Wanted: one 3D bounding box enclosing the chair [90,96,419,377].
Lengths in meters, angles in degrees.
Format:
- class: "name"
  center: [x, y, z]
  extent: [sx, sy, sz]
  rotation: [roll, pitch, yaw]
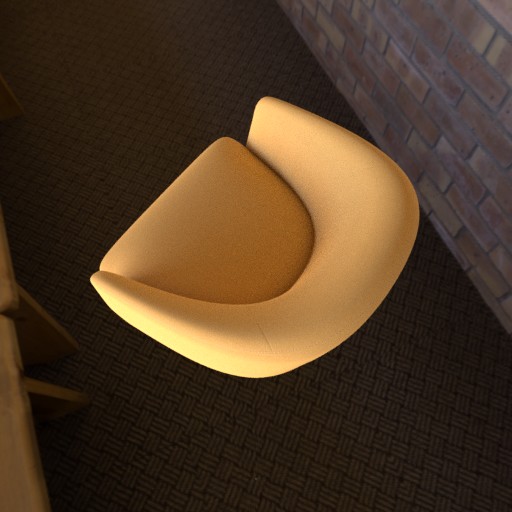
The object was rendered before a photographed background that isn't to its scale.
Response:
- class: "chair"
  center: [0.000, 0.000, 1.374]
  extent: [0.767, 0.698, 0.773]
  rotation: [32, 68, 15]
